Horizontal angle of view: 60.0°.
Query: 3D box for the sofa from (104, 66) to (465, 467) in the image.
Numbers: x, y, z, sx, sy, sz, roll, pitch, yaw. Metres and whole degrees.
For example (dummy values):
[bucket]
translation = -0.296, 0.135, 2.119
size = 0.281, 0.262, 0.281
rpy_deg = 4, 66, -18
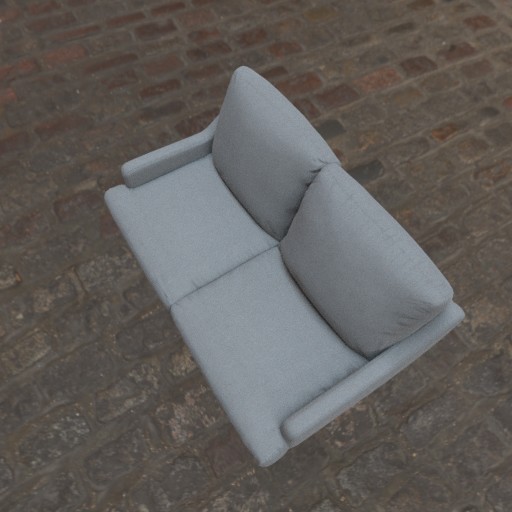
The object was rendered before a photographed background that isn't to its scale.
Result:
[sofa]
translation = 0.000, 0.000, 2.132
size = 0.987, 0.921, 1.589
rpy_deg = -29, 66, -15
